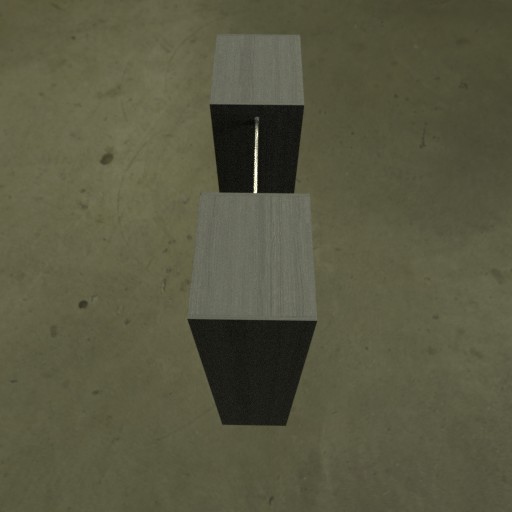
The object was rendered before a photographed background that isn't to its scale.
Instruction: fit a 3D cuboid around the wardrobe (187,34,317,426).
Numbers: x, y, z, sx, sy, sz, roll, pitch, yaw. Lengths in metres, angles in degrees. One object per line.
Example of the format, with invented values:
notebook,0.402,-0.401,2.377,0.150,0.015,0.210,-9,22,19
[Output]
wardrobe,0.000,0.000,2.946,0.480,2.000,1.770,1,59,0
